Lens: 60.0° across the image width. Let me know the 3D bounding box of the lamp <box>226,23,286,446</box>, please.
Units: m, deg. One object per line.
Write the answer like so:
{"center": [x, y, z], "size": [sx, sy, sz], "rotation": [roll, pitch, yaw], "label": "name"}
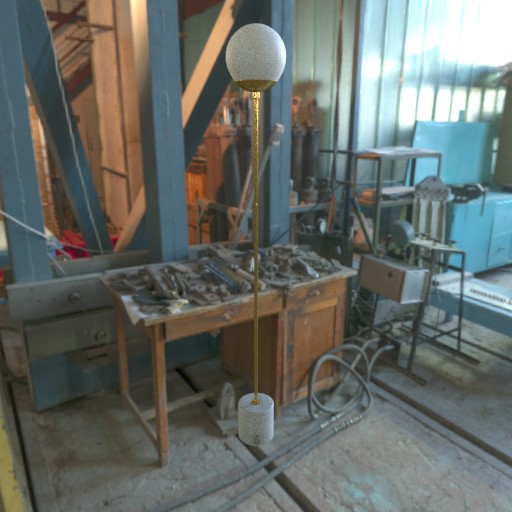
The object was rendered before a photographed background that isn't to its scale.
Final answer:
{"center": [0.000, 0.000, 1.852], "size": [0.224, 1.753, 0.224], "rotation": [3, 16, 11], "label": "lamp"}
